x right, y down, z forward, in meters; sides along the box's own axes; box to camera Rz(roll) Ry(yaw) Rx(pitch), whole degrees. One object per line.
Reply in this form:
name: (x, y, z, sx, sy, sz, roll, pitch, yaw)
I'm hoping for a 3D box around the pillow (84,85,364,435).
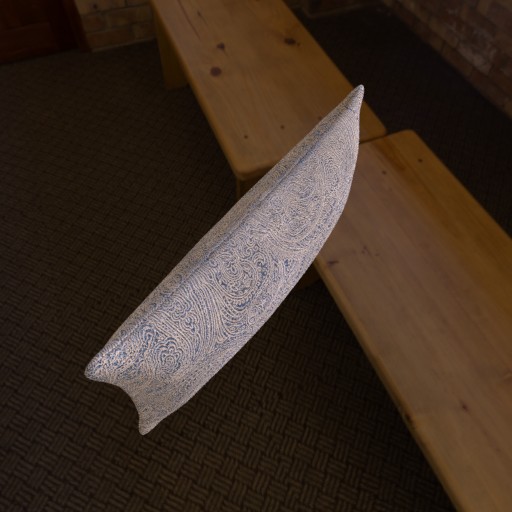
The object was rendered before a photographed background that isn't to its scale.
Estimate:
pillow: (0.000, 0.000, 0.728, 0.151, 0.295, 0.615, 31, 61, 19)
